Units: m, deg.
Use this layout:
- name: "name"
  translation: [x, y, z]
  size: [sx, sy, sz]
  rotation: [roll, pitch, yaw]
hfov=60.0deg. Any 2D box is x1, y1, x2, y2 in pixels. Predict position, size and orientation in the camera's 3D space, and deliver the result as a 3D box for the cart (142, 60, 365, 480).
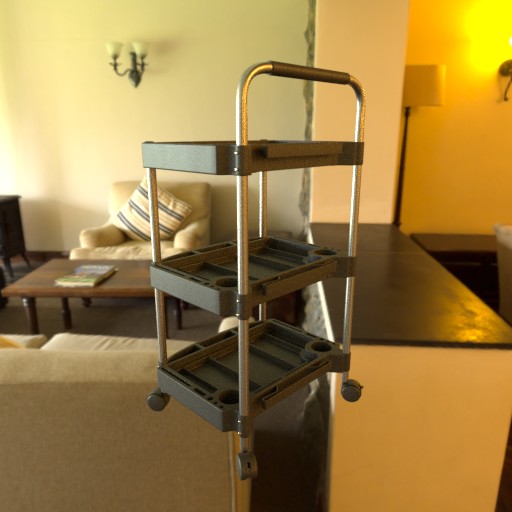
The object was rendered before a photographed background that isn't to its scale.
- name: "cart"
  translation: [0.000, 0.000, 1.406]
  size: [0.518, 1.075, 0.584]
  rotation: [15, 22, 43]
